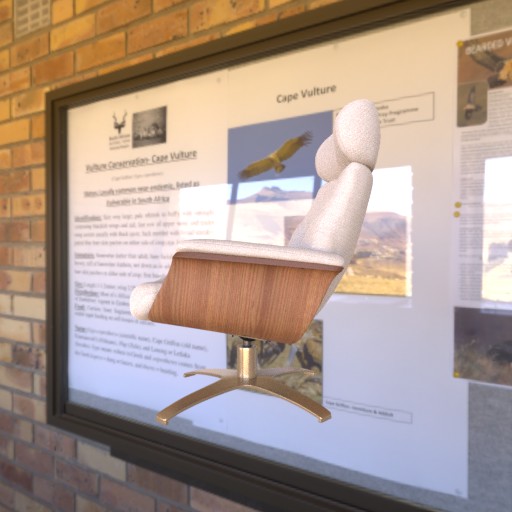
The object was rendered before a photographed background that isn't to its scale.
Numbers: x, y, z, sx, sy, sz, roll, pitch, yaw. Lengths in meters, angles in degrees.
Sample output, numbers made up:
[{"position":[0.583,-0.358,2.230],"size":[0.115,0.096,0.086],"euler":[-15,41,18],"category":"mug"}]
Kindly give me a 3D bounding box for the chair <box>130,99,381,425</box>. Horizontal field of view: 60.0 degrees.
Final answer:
[{"position":[0.000,0.000,1.585],"size":[0.837,0.995,0.785],"euler":[0,1,0],"category":"chair"}]
